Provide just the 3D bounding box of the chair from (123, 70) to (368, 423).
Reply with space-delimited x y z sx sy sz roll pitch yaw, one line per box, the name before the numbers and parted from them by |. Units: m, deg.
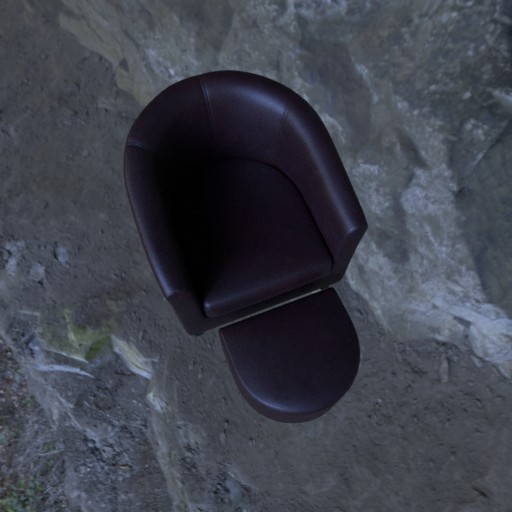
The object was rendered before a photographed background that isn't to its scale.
chair | 0.000 0.000 1.661 0.737 0.755 1.176 -19 64 -10
